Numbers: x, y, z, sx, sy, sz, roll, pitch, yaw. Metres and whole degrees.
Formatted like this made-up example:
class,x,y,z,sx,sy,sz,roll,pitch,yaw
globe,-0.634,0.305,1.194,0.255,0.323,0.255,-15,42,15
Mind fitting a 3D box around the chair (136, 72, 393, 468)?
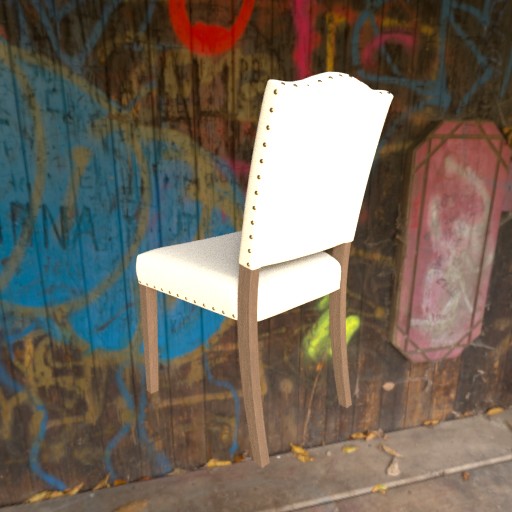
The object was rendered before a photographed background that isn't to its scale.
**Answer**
class,x,y,z,sx,sy,sz,roll,pitch,yaw
chair,0.000,0.000,1.374,0.508,1.015,0.619,-15,22,-41
